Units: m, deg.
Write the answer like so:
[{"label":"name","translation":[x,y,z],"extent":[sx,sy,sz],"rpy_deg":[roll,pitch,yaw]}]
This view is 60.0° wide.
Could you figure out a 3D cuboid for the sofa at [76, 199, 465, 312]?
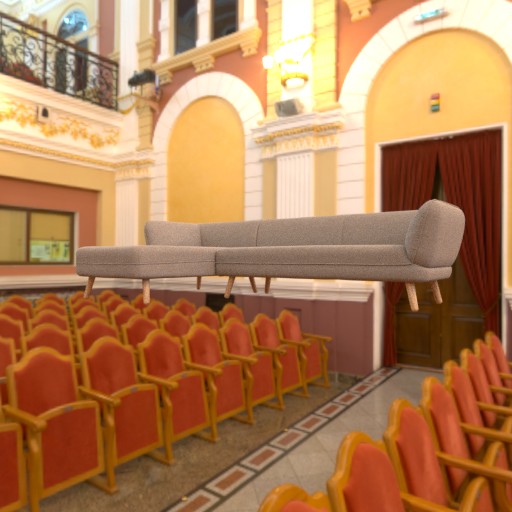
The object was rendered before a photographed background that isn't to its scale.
[{"label":"sofa","translation":[0.000,0.000,3.373],"extent":[2.653,0.693,1.532],"rpy_deg":[0,0,36]}]
